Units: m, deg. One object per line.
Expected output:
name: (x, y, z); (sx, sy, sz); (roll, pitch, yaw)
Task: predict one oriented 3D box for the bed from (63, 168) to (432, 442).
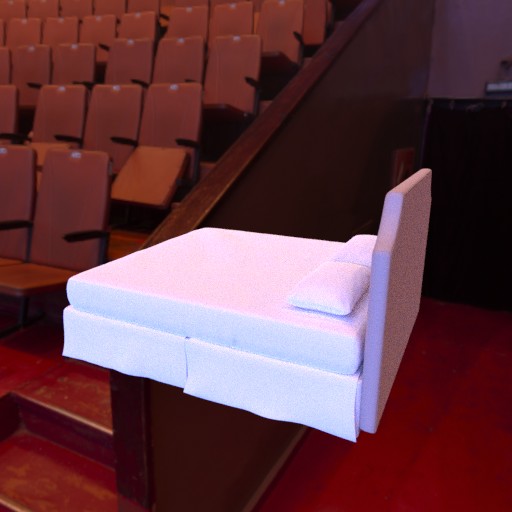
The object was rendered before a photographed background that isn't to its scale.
bed: (0.000, 0.000, 4.147); (2.773, 1.590, 2.350); (8, 18, 25)
